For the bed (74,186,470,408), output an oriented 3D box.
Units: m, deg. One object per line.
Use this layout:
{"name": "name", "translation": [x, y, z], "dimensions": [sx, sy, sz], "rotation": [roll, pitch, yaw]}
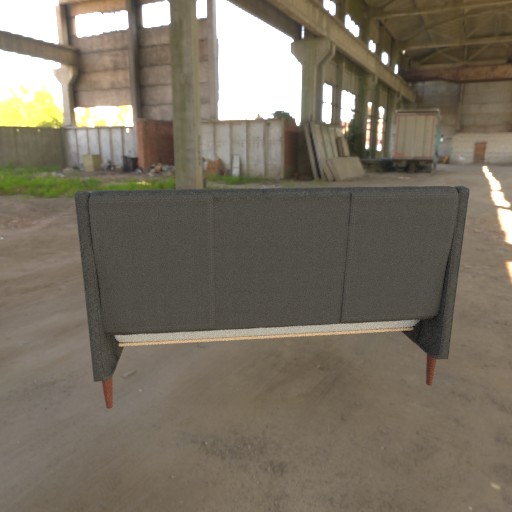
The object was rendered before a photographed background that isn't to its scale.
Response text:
{"name": "bed", "translation": [0.000, 0.000, 2.581], "dimensions": [1.531, 0.933, 1.638], "rotation": [-2, 14, -7]}
